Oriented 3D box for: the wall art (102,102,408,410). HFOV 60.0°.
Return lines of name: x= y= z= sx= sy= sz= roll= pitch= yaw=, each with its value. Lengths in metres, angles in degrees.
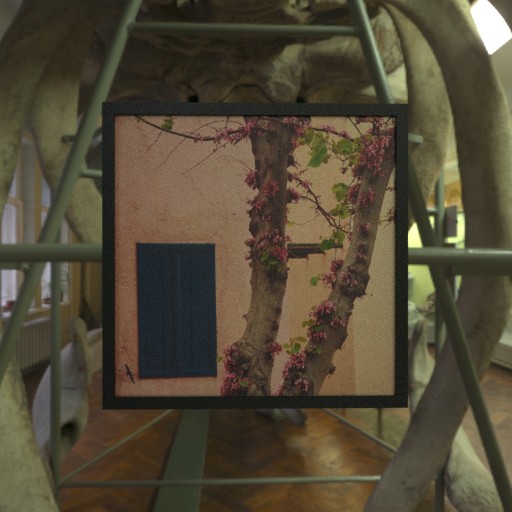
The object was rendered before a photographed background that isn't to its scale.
wall art: x=0.000 y=0.000 z=1.122 sx=0.762 sy=0.762 sz=0.038 roll=0 pitch=0 yaw=-1
